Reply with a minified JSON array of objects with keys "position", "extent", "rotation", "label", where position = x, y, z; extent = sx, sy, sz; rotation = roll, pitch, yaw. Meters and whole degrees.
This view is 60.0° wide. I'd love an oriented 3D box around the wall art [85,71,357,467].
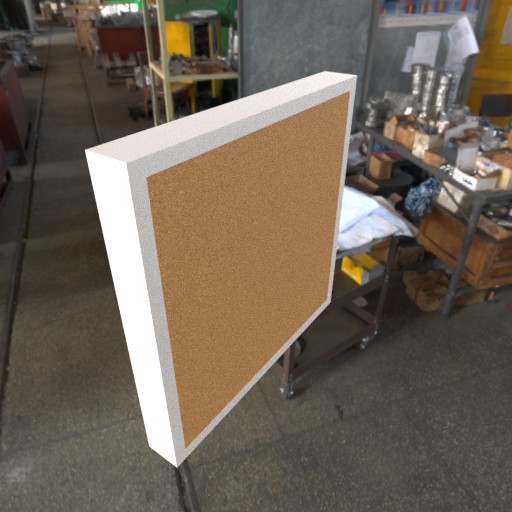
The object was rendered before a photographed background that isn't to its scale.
[{"position":[0.000,0.000,0.448],"extent":[0.038,0.302,0.305],"rotation":[22,39,30],"label":"wall art"}]
